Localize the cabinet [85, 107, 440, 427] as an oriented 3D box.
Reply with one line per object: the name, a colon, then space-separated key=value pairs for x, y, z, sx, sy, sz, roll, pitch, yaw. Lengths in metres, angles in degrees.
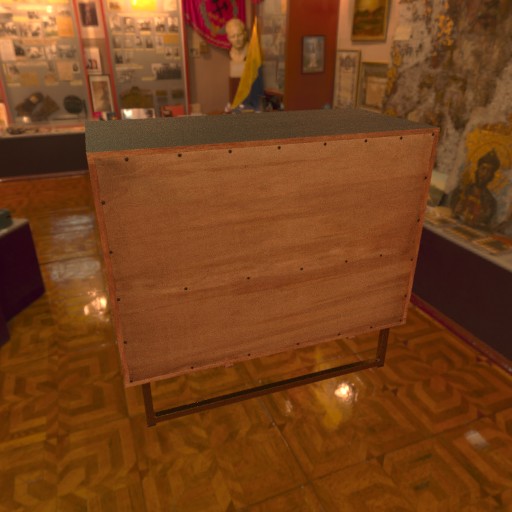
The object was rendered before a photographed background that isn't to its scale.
cabinet: x=0.000 y=0.000 z=1.492 sx=0.950 sy=0.860 sz=0.451 roll=-9 pitch=27 yaw=-18
